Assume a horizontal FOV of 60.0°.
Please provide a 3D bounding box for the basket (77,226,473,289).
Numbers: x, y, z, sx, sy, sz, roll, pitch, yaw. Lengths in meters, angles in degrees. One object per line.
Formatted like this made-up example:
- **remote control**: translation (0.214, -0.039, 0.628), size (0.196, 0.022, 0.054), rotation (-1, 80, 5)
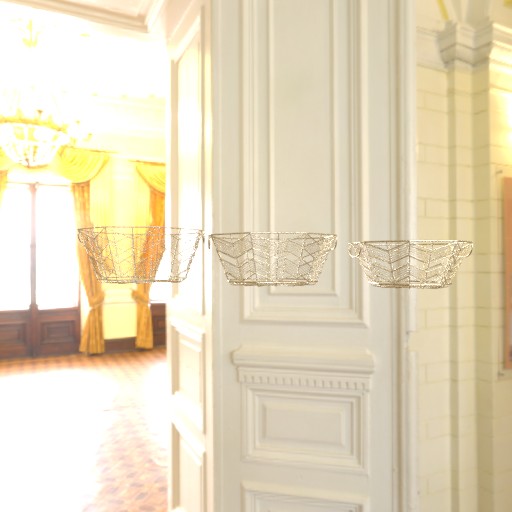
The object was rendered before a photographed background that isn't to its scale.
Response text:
- **basket**: translation (0.000, 0.000, 1.401), size (1.246, 0.178, 0.432), rotation (0, 0, 18)
